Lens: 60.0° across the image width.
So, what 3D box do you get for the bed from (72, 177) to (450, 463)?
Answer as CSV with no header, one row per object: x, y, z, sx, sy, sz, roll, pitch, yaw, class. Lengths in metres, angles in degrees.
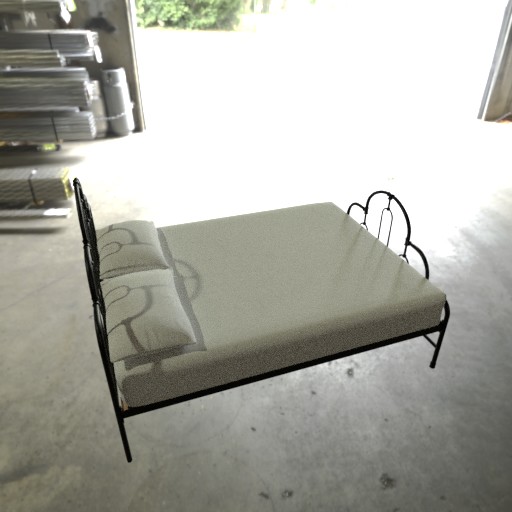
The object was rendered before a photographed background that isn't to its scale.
0.000,0.000,3.162,2.181,1.444,1.626,-11,33,-17,bed
